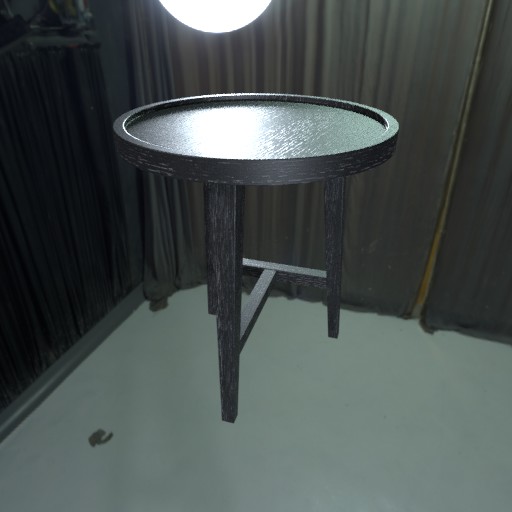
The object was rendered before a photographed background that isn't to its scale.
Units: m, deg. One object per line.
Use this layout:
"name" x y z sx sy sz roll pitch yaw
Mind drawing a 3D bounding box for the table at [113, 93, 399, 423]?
"table" 0.000 0.000 0.754 0.399 0.460 0.399 0 30 0
